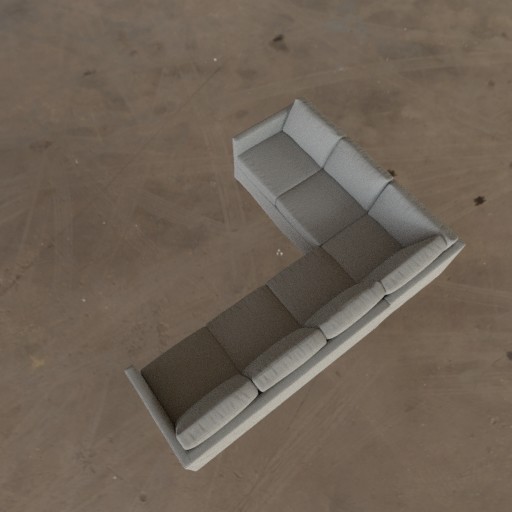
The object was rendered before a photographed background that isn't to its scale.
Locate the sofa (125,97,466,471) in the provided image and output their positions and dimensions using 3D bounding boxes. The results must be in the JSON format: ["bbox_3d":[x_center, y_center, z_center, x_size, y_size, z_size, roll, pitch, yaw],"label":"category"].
[{"bbox_3d":[0.000,0.000,4.400,3.182,0.871,2.432,-34,67,-16],"label":"sofa"}]
